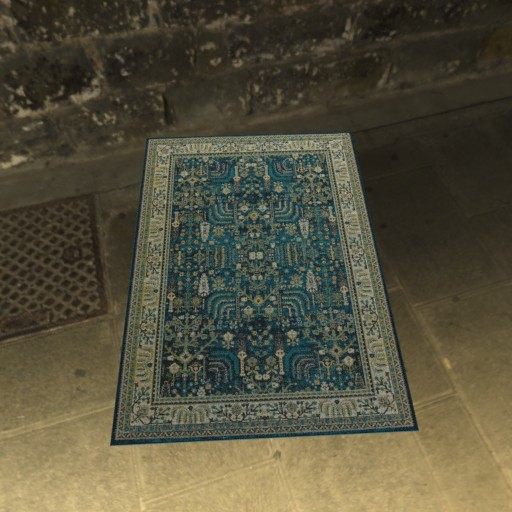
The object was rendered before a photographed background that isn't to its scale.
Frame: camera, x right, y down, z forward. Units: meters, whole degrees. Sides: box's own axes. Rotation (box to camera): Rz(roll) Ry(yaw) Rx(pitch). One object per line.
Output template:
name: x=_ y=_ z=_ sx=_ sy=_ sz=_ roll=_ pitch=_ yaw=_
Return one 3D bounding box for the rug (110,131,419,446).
rug: x=0.000 y=0.000 z=2.863 sx=1.594 sy=0.013 sz=2.213 roll=-2 pitch=58 yaw=-1
